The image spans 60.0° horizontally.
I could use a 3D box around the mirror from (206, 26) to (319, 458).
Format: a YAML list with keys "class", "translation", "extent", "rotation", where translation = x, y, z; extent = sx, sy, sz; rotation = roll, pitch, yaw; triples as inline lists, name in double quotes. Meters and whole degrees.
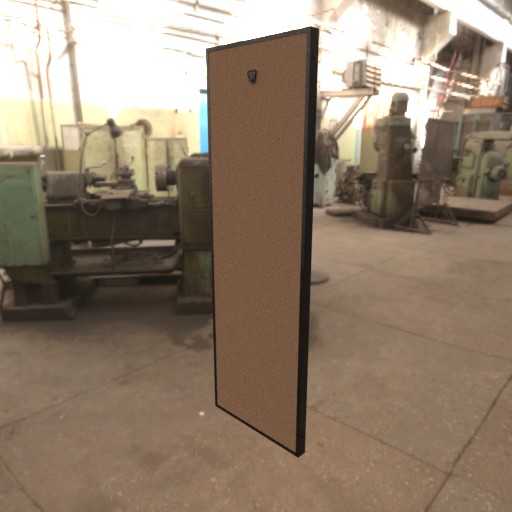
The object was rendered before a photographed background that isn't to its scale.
- class: "mirror"
  translation: [0.000, 0.000, 1.201]
  extent: [0.354, 1.080, 0.042]
  rotation: [14, 20, 43]
